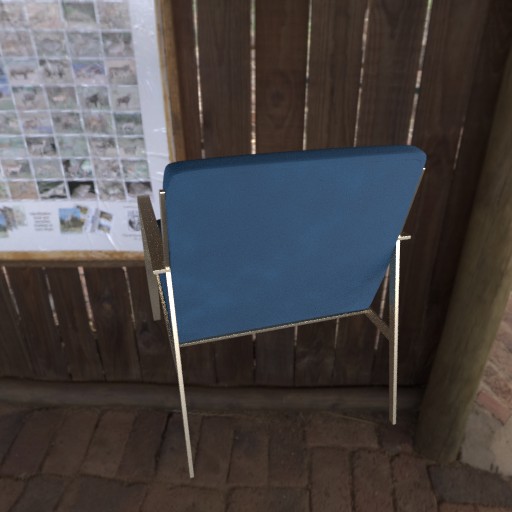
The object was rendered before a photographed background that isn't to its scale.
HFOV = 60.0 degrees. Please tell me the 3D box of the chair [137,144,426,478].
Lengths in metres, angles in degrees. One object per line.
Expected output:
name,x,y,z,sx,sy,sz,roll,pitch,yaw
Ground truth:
chair,0.000,0.000,1.453,0.692,0.831,0.859,-8,27,-15
